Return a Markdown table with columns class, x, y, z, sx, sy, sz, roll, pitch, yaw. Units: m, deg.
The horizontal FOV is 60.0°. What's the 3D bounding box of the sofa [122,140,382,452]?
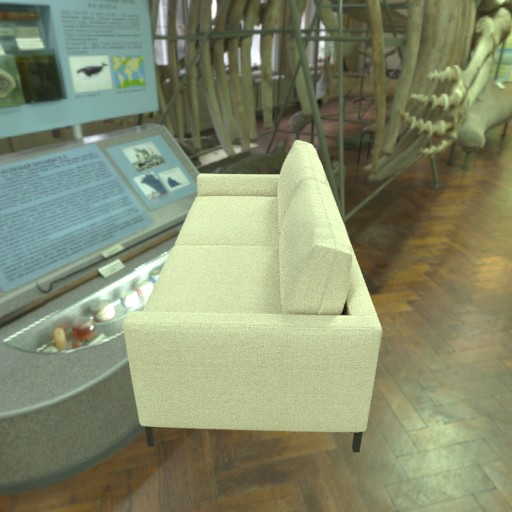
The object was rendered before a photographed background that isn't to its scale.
| class | x | y | z | sx | sy | sz | roll | pitch | yaw |
| --- | --- | --- | --- | --- | --- | --- | --- | --- | --- |
| sofa | 0.000 | 0.000 | 2.162 | 0.839 | 0.812 | 1.651 | 1 | 27 | 2 |
